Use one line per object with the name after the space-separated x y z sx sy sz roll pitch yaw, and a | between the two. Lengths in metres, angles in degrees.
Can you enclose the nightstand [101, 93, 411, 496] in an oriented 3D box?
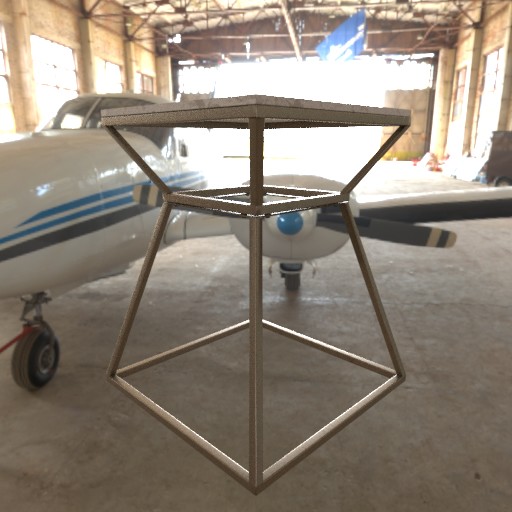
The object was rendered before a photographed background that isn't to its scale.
0.000 0.000 0.883 0.455 0.554 0.455 -14 20 -43 | nightstand
